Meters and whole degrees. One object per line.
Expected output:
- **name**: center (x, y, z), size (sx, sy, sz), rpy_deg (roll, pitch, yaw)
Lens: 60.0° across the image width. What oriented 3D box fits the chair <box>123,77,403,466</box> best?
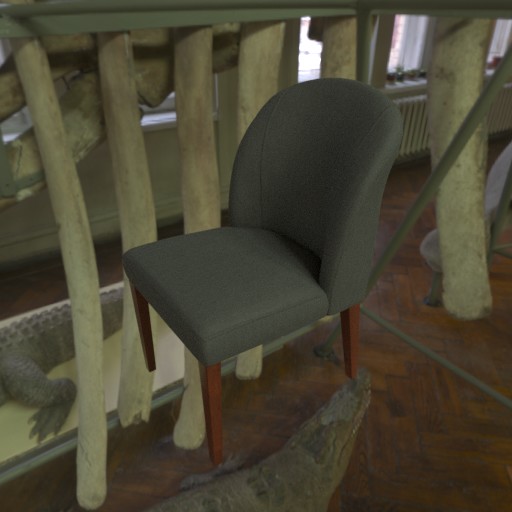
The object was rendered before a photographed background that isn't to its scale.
- **chair**: center (0.000, 0.000, 1.240), size (0.619, 0.879, 0.506), rpy_deg (-20, 35, -30)
